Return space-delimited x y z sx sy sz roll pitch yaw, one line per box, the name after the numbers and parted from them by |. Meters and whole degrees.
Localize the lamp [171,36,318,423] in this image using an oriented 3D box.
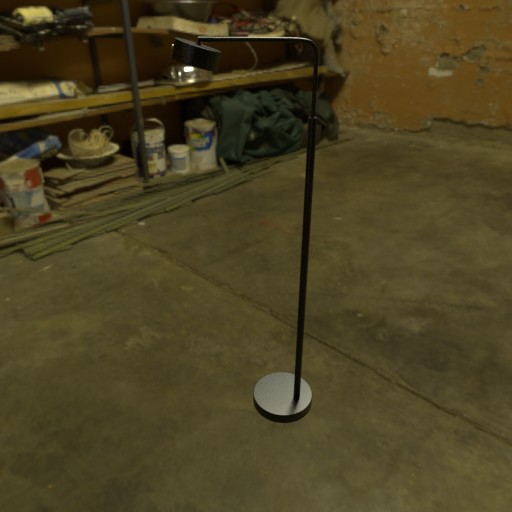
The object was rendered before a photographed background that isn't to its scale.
0.000 0.000 1.384 0.418 1.230 0.219 0 28 0 | lamp
